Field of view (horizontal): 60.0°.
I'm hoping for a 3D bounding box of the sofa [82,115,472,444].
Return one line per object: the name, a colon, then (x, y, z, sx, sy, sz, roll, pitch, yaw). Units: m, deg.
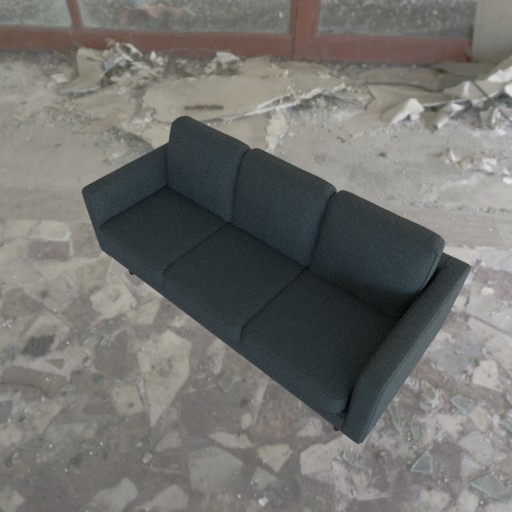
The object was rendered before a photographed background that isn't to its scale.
sofa: (0.000, 0.000, 2.556, 2.013, 0.945, 0.935, 31, 53, 27)
